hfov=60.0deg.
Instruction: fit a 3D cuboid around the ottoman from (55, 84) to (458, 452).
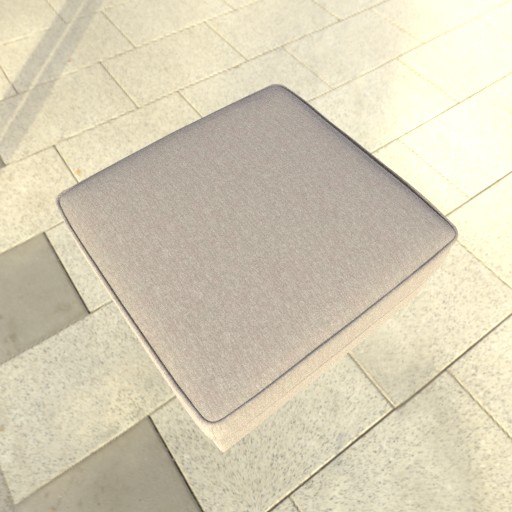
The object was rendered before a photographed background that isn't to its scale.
[{"bbox_3d":[0.000,0.000,1.404,0.871,0.612,0.808,-33,65,-18],"label":"ottoman"}]
